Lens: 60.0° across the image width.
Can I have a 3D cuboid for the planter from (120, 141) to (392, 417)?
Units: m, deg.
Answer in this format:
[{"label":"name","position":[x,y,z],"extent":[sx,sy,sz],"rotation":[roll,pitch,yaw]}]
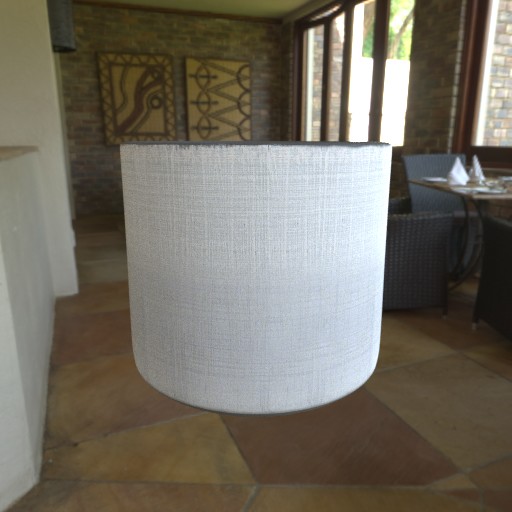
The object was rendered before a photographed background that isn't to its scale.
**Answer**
[{"label":"planter","position":[0.000,0.000,0.401],"extent":[0.226,0.201,0.226],"rotation":[0,15,0]}]
